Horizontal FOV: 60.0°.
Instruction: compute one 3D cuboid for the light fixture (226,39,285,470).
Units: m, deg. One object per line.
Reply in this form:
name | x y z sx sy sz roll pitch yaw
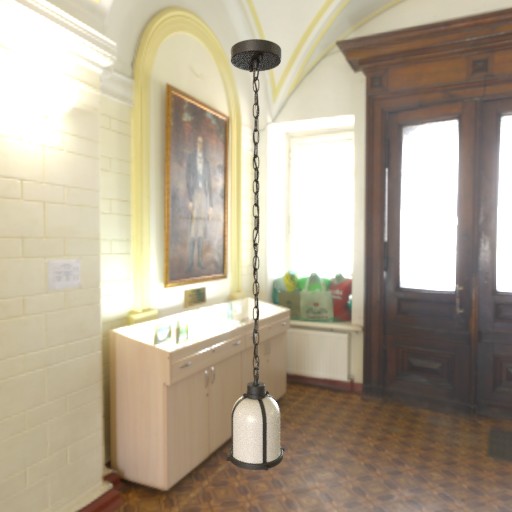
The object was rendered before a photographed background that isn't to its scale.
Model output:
light fixture | 0.000 0.000 1.290 0.178 1.181 0.178 -1 2 -19
